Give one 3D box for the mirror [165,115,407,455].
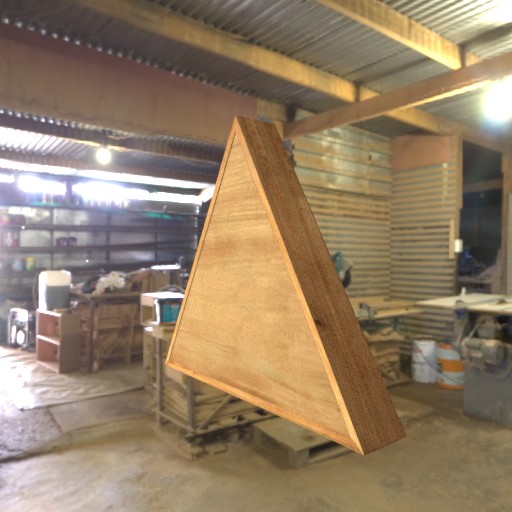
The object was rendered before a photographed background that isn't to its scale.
[{"bbox_3d":[0.000,0.000,0.892,0.100,0.548,0.631,0,0,-37],"label":"mirror"}]
